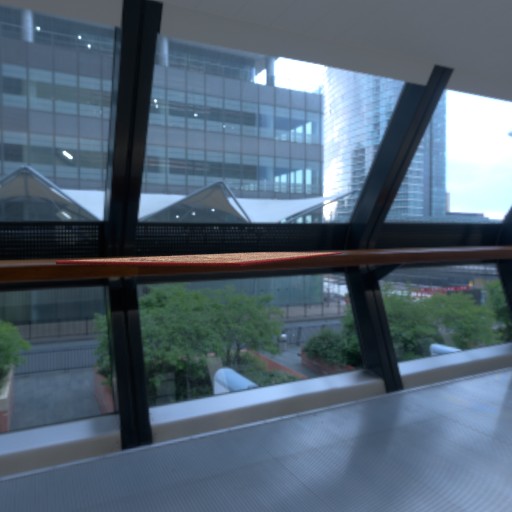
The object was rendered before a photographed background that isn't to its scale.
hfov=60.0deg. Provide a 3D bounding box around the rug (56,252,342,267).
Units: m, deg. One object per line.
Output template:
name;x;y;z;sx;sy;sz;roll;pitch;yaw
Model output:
rug;0.000;0.000;2.462;0.659;0.015;2.292;0;1;18
